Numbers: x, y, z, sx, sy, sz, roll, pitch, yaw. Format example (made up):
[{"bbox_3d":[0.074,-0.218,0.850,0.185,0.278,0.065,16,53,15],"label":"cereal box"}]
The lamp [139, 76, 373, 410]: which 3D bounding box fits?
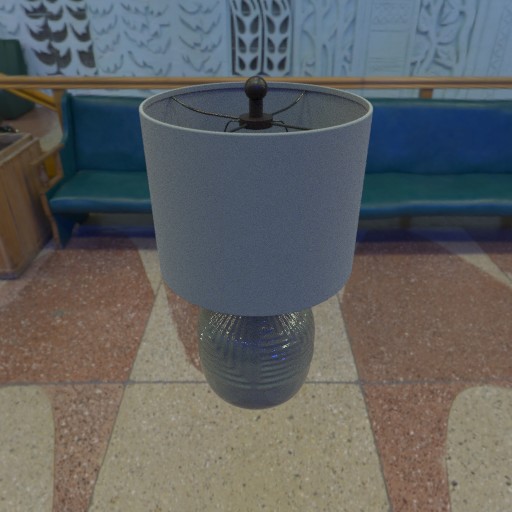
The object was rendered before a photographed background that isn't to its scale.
[{"bbox_3d":[0.000,0.000,0.744,0.318,0.567,0.318,0,31,0],"label":"lamp"}]
